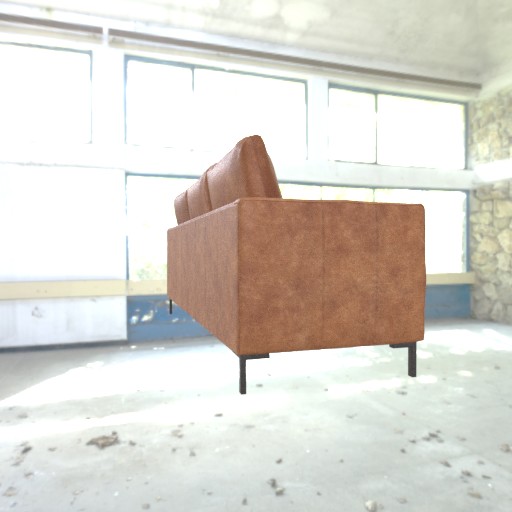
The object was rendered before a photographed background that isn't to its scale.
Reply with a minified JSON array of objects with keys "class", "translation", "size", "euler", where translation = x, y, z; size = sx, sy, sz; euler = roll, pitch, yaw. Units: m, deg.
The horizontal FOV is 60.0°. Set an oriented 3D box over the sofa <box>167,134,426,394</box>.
[{"class":"sofa","translation":[0.000,0.000,2.432],"size":[0.748,0.863,2.029],"euler":[0,1,-18]}]
